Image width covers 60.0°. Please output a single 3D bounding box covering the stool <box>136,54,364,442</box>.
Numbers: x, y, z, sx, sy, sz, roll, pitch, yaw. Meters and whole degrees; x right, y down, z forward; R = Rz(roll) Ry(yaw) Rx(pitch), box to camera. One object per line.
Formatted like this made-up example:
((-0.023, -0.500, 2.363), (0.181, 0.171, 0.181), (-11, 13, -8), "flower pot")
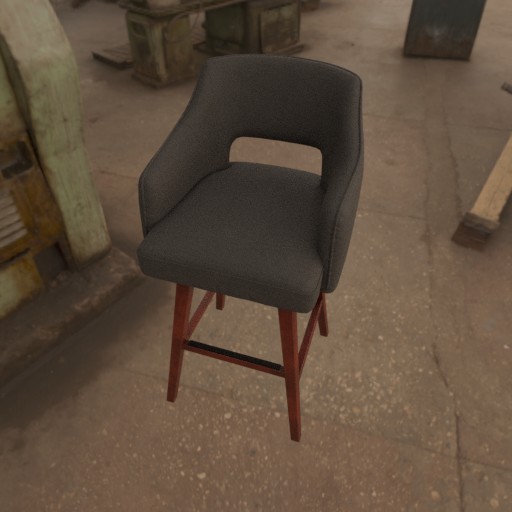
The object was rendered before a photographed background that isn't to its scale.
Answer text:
((0.000, 0.000, 1.348), (0.548, 1.012, 0.558), (12, 42, 14), "stool")
